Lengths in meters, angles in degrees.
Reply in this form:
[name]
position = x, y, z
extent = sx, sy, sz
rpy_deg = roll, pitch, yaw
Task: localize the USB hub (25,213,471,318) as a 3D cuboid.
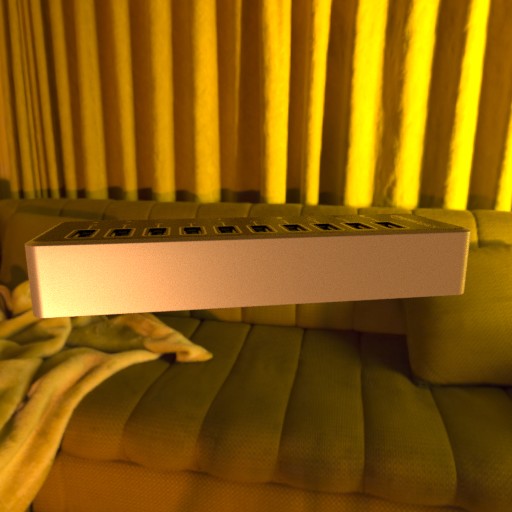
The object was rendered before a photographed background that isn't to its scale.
[USB hub]
position = 0.000, 0.000, 0.162
extent = 0.145, 0.023, 0.044
rpy_deg = -2, 13, -9
